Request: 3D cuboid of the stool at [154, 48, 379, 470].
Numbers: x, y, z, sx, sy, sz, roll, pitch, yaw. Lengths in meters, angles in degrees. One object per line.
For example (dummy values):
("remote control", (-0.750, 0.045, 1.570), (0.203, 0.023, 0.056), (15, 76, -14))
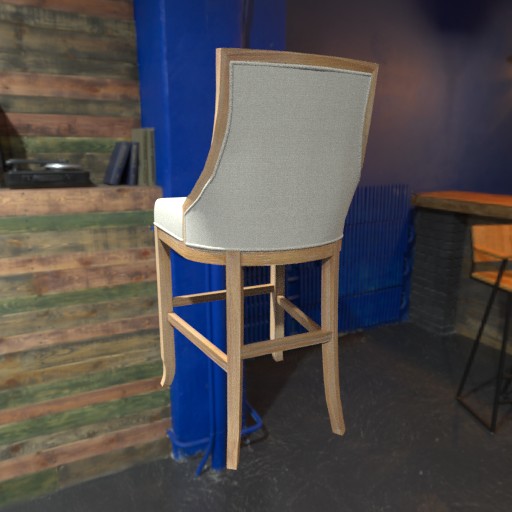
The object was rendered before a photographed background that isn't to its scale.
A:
("stool", (0.000, 0.000, 1.426), (0.524, 1.101, 0.626), (-6, 15, -24))
